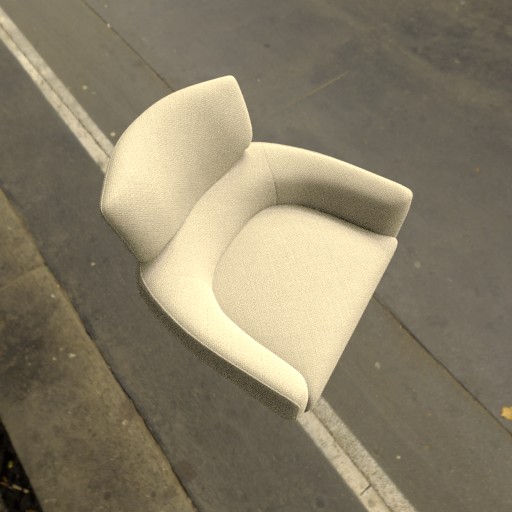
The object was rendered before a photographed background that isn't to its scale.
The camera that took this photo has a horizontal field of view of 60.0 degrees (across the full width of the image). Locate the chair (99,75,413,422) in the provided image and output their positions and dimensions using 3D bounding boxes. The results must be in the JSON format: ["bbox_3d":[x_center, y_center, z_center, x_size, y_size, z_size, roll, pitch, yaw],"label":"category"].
[{"bbox_3d":[0.000,0.000,1.385,0.730,0.810,0.760,27,63,15],"label":"chair"}]
